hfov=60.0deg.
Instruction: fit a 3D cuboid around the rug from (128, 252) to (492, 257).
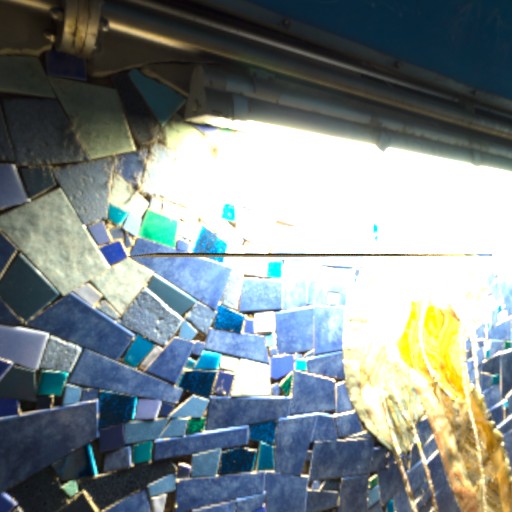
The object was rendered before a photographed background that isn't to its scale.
[{"bbox_3d":[0.000,0.000,2.185,1.142,0.006,1.752,0,0,-18],"label":"rug"}]
